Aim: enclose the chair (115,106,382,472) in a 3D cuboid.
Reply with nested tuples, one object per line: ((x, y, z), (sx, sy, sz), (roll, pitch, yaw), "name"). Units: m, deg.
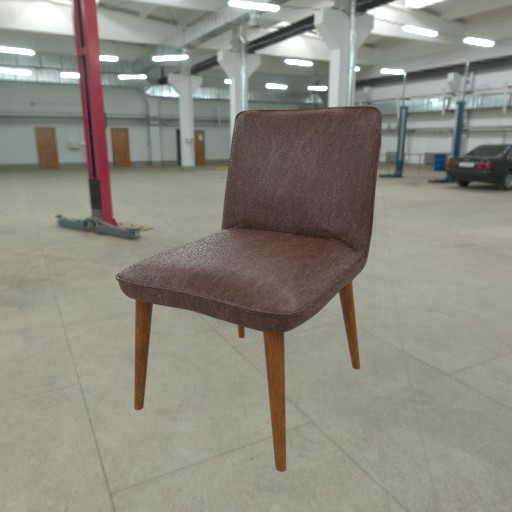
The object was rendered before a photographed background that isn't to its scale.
((0.000, 0.000, 1.217), (0.543, 0.803, 0.645), (7, 16, 26), "chair")
